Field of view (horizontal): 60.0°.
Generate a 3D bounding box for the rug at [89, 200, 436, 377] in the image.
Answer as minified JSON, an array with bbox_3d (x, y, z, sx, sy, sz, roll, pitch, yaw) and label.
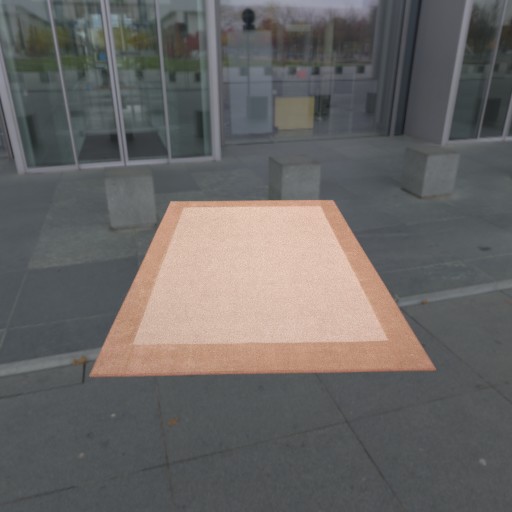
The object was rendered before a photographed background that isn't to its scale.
[{"bbox_3d":[0.000,0.000,3.045,1.524,0.014,2.438,-1,25,-2],"label":"rug"}]
